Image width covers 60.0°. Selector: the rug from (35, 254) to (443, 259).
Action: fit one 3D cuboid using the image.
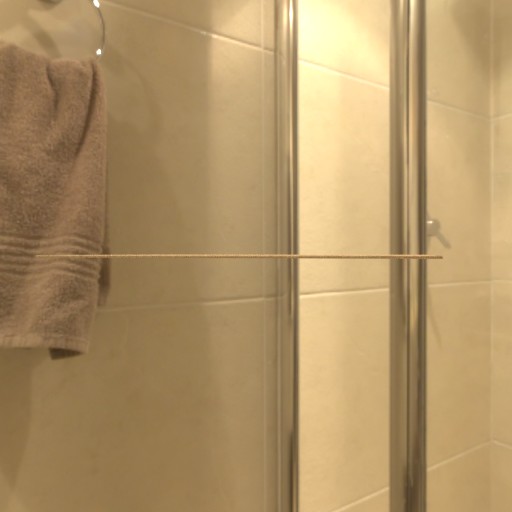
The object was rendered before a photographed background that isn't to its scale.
[{"bbox_3d":[0.000,0.000,2.900,2.144,0.013,1.509,0,0,18],"label":"rug"}]
